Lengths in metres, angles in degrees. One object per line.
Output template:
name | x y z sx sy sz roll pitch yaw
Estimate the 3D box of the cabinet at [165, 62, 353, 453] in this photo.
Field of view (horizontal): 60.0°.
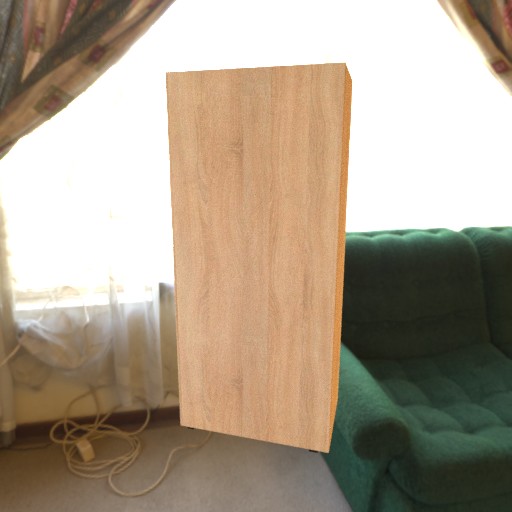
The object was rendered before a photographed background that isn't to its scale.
cabinet | 0.000 0.000 2.834 1.094 2.120 1.327 -7 15 -28
